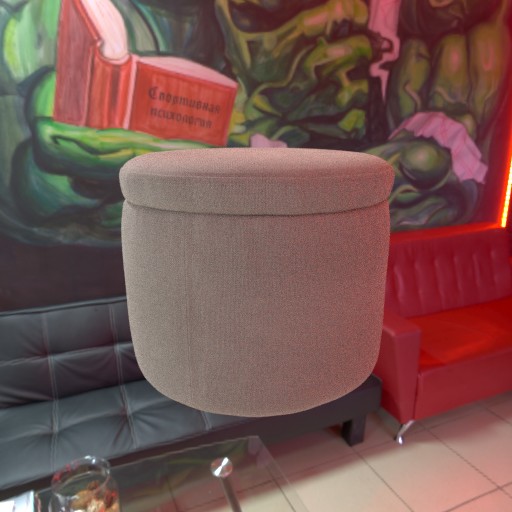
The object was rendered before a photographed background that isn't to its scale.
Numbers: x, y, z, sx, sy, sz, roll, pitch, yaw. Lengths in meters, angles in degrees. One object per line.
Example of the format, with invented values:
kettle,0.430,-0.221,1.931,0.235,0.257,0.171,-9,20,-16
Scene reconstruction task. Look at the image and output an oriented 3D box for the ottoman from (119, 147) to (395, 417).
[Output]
ottoman,0.000,0.000,0.869,0.497,0.409,0.497,0,15,0
